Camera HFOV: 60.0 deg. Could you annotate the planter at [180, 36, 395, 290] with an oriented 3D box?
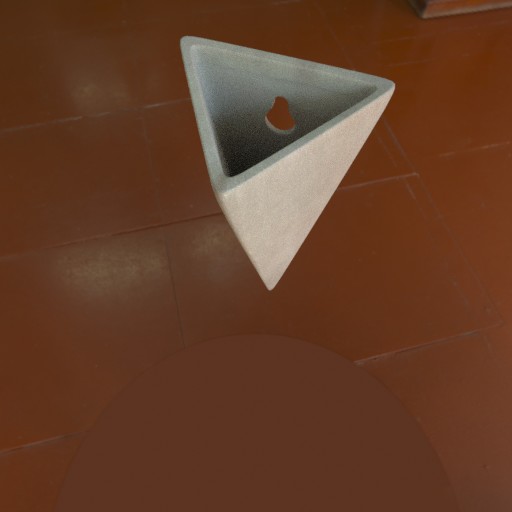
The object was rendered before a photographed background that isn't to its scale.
[{"bbox_3d":[0.000,0.000,0.275,0.101,0.224,0.081,17,60,10],"label":"planter"}]
